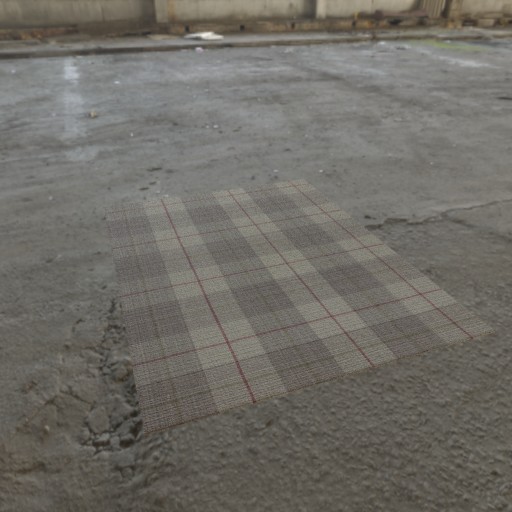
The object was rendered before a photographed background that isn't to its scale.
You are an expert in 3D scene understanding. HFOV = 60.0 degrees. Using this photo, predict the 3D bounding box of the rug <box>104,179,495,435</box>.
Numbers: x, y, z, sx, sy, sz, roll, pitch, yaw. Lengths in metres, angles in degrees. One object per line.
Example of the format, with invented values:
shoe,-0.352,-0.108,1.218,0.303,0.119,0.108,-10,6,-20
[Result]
rug,0.000,0.000,3.817,2.317,0.016,2.959,-11,33,-17
